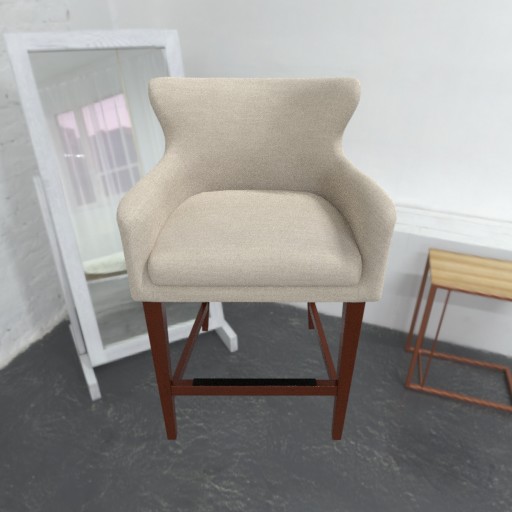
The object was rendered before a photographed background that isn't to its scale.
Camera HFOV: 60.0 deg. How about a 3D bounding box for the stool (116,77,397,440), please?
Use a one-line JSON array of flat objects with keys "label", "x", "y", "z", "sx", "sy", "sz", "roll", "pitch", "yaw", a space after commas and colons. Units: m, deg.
[{"label": "stool", "x": 0.000, "y": 0.000, "z": 1.359, "sx": 0.615, "sy": 0.987, "sz": 0.637, "roll": 0, "pitch": 30, "yaw": 0}]
